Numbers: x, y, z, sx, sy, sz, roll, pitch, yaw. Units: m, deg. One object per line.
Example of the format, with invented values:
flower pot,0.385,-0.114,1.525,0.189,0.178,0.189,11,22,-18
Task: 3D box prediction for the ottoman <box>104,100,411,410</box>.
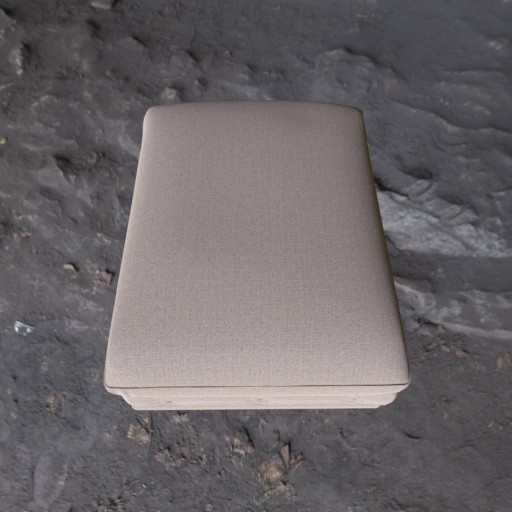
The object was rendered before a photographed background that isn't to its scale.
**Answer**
ottoman,0.000,0.000,1.025,0.541,0.463,0.684,0,59,0
